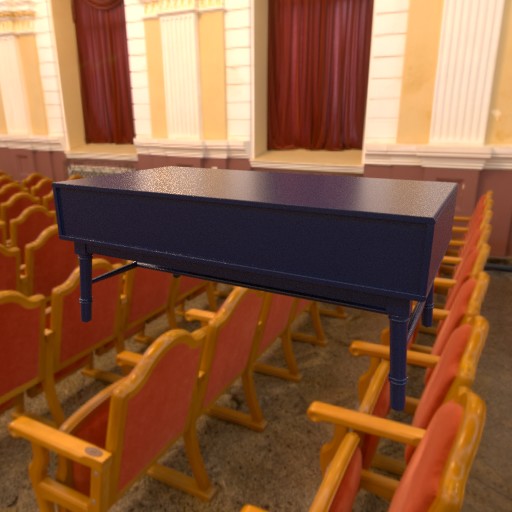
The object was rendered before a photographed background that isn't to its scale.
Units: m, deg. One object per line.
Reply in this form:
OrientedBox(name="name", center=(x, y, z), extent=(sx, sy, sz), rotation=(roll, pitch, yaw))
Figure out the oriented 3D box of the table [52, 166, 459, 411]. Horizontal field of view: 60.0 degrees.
OrientedBox(name="table", center=(0.000, 0.000, 1.381), extent=(1.067, 0.457, 0.572), rotation=(9, 19, 26))
